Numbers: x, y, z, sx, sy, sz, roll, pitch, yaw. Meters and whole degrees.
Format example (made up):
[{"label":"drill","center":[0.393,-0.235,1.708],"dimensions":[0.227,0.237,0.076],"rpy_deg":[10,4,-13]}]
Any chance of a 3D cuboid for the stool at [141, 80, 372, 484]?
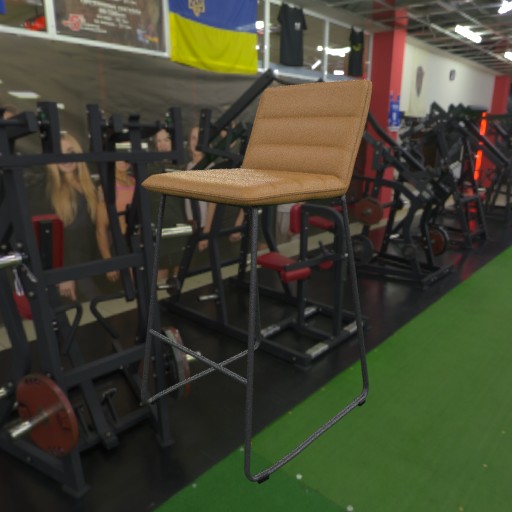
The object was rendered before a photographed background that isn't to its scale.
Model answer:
[{"label":"stool","center":[0.000,0.000,1.236],"dimensions":[0.489,0.936,0.524],"rpy_deg":[15,21,42]}]
